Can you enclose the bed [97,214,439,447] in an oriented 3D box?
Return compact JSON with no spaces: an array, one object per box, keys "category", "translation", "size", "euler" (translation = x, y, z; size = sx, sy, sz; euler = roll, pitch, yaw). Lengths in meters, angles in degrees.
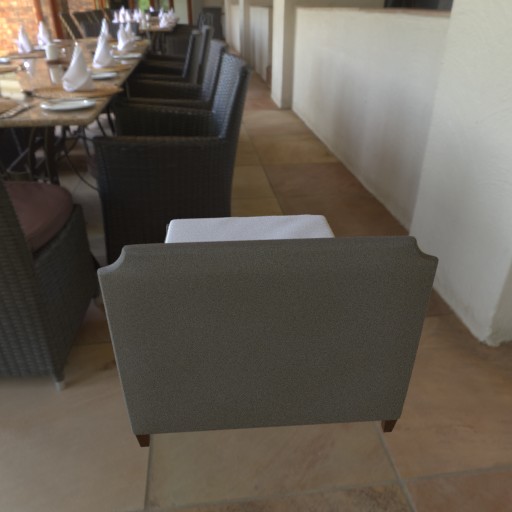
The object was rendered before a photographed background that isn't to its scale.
[{"category":"bed","translation":[0.000,0.000,3.483],"size":[1.712,1.443,2.372],"euler":[-2,30,-4]}]
